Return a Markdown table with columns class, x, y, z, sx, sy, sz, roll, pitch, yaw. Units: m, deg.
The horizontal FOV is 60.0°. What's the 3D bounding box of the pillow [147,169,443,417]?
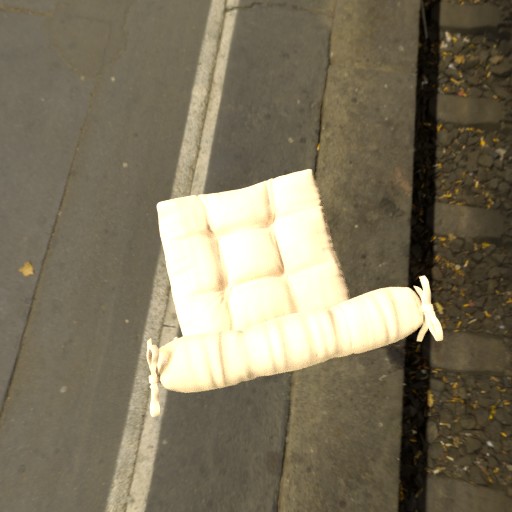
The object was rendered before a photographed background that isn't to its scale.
| class | x | y | z | sx | sy | sz | roll | pitch | yaw |
| --- | --- | --- | --- | --- | --- | --- | --- | --- | --- |
| pillow | 0.000 | 0.000 | 1.029 | 0.519 | 0.605 | 0.571 | -13 | 75 | -4 |
